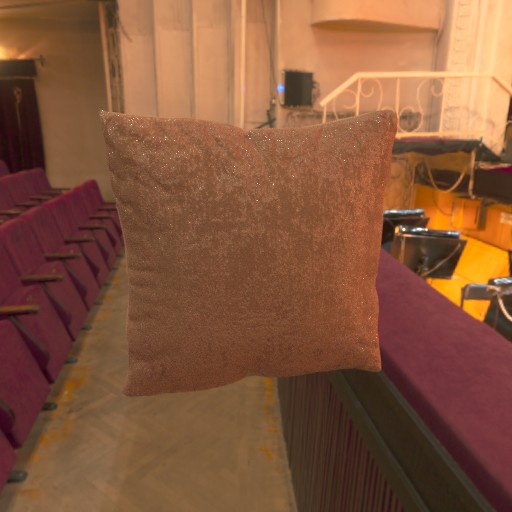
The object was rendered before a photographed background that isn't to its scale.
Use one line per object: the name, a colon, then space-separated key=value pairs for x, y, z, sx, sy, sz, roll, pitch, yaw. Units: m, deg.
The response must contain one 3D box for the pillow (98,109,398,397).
pillow: x=0.000 y=0.000 z=0.711 sx=0.450 sy=0.448 sz=0.245 roll=-3 pitch=16 yaw=-9
